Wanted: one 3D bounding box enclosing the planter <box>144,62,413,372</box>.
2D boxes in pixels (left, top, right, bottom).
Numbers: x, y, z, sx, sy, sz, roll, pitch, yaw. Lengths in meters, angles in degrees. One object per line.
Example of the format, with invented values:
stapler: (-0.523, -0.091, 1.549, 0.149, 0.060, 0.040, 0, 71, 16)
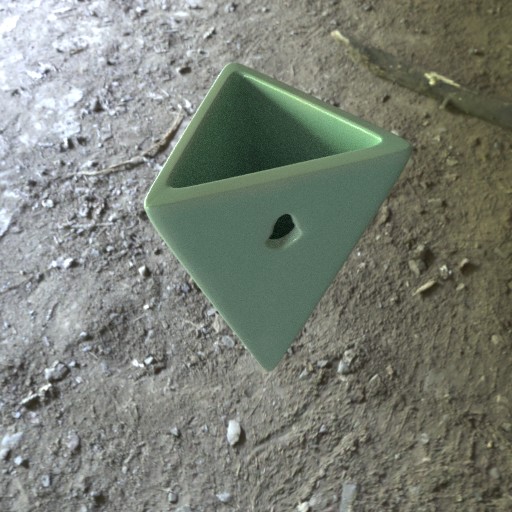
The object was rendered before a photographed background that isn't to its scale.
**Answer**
planter: (0.000, 0.000, 0.215, 0.080, 0.178, 0.064, -14, 59, -9)
